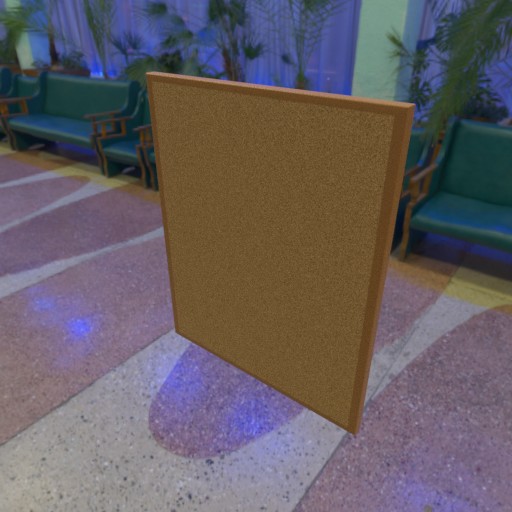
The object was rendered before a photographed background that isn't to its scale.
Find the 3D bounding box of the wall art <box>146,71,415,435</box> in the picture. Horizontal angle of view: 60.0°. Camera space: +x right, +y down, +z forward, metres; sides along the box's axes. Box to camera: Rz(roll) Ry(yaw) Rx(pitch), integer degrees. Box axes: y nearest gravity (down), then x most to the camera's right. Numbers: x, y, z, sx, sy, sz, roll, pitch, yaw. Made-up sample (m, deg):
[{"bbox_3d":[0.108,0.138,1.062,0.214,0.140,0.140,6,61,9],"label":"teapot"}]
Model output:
[{"bbox_3d":[0.000,0.000,0.761,0.452,0.553,0.022,21,36,32],"label":"wall art"}]
